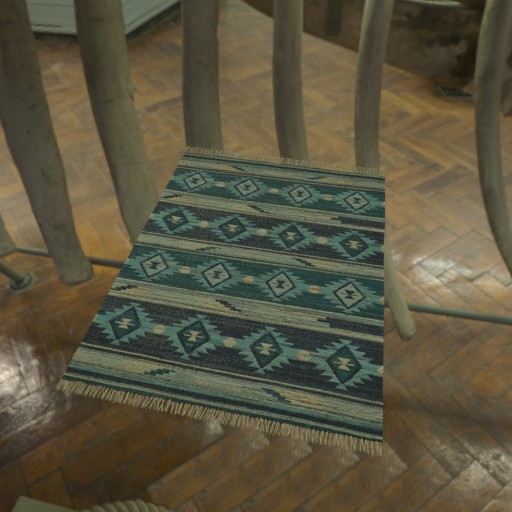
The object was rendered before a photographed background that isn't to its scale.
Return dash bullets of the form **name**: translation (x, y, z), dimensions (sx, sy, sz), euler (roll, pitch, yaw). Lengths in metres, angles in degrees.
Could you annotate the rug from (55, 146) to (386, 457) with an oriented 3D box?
- **rug**: translation (0.000, 0.000, 4.235), dimensions (2.418, 0.047, 3.307), euler (9, 48, 8)
